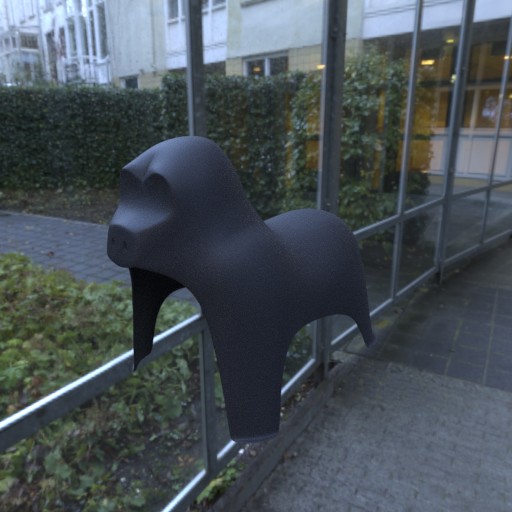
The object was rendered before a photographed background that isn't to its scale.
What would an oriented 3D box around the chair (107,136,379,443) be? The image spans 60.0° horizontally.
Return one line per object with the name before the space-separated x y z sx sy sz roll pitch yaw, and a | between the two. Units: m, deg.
chair | 0.000 0.000 1.131 0.490 0.600 0.758 16 23 42
